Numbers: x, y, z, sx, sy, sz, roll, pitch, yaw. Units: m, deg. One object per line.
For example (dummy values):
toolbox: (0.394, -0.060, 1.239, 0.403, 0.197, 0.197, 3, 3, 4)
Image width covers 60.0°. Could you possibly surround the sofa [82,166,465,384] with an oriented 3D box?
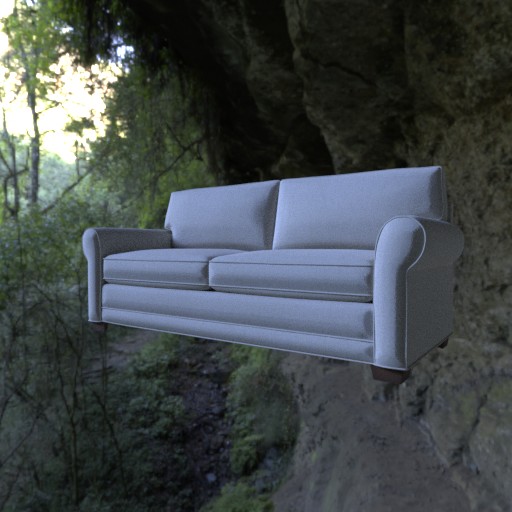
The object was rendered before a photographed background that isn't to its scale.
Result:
sofa: (0.000, 0.000, 2.607, 2.146, 0.962, 0.901, 1, 1, 35)
